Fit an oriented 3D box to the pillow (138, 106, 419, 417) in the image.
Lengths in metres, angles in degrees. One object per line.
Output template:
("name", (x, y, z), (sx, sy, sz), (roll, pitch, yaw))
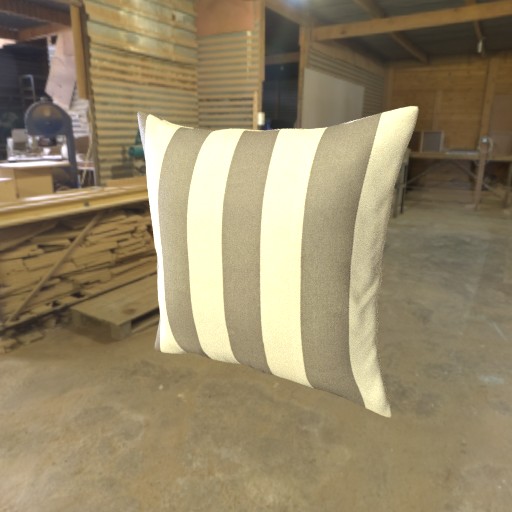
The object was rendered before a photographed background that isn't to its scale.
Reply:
("pillow", (0.000, 0.000, 0.800), (0.522, 0.507, 0.192), (9, 18, 28))
